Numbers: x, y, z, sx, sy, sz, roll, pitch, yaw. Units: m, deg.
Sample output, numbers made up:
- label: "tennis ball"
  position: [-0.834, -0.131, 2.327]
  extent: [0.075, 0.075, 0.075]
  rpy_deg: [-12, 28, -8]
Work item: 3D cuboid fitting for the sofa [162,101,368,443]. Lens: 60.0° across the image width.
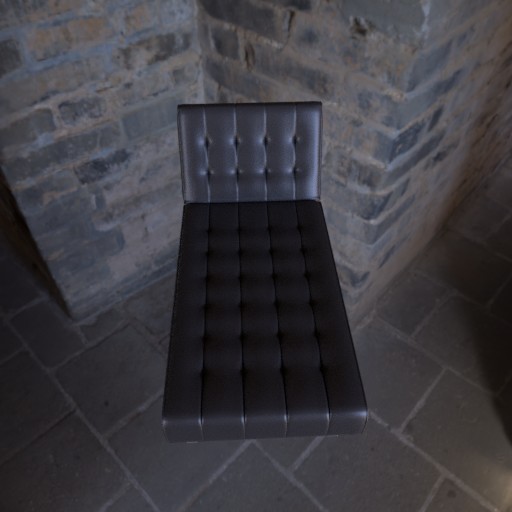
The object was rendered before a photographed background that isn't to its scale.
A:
- label: "sofa"
  position: [0.000, 0.000, 2.066]
  extent: [0.760, 0.820, 1.560]
  rpy_deg: [-2, 47, -2]
